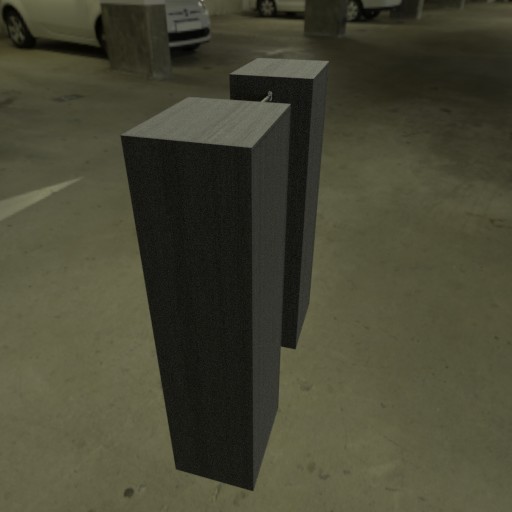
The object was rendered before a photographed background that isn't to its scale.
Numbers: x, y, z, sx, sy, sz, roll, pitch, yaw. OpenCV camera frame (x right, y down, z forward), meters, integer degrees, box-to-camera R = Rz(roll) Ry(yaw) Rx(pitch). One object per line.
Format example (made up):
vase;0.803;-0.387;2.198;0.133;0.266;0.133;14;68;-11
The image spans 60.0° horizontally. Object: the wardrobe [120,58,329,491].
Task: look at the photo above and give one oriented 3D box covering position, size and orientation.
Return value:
wardrobe;0.000;0.000;2.752;0.480;2.000;1.770;9;33;14
